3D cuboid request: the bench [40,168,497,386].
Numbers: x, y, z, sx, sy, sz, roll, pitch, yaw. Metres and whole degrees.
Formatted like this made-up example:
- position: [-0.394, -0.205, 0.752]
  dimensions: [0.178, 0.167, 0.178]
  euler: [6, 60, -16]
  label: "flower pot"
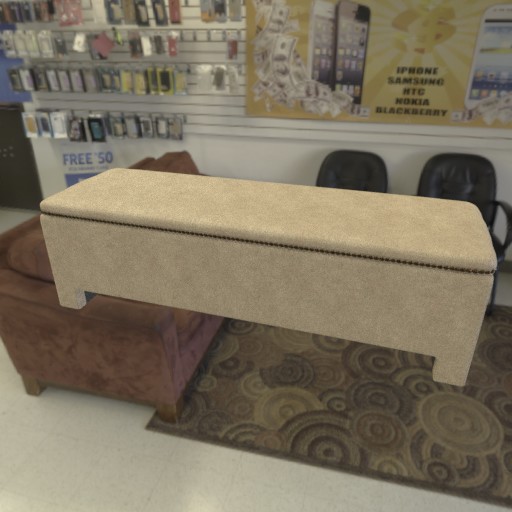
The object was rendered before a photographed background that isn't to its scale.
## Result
- position: [0.000, 0.000, 1.629]
  dimensions: [1.482, 0.447, 0.470]
  euler: [8, 28, 16]
  label: "bench"
